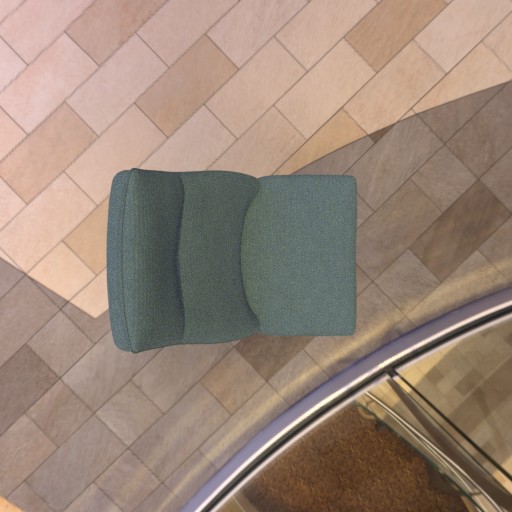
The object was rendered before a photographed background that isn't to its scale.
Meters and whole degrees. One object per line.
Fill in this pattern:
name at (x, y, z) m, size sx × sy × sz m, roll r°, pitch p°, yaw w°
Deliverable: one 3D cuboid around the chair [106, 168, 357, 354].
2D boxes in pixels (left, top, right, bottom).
chair at (0.000, 0.000, 1.342) m, size 0.620 × 0.930 × 0.500 m, roll 0°, pitch 91°, yaw 0°
